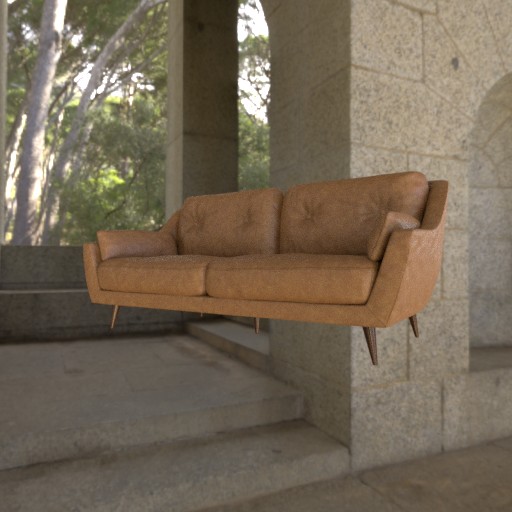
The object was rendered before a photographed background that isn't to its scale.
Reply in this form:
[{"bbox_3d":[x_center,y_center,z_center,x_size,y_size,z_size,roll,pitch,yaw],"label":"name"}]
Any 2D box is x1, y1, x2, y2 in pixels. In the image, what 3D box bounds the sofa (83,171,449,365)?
[{"bbox_3d":[0.000,0.000,2.397,1.902,0.839,0.904,-1,-1,35],"label":"sofa"}]
